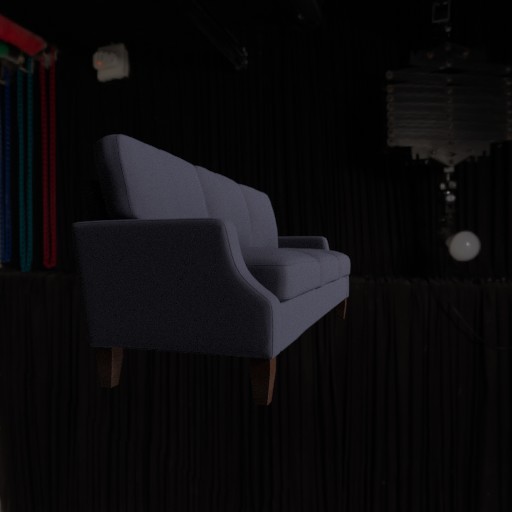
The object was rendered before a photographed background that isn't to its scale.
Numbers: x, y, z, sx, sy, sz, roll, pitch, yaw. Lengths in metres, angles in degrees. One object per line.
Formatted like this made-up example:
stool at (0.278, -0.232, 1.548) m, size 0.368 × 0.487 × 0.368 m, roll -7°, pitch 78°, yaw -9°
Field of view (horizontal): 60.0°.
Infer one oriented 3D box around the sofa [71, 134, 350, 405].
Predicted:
sofa at (0.000, 0.000, 2.578) m, size 0.888 × 0.984 × 2.115 m, roll 0°, pitch 1°, yaw 18°
